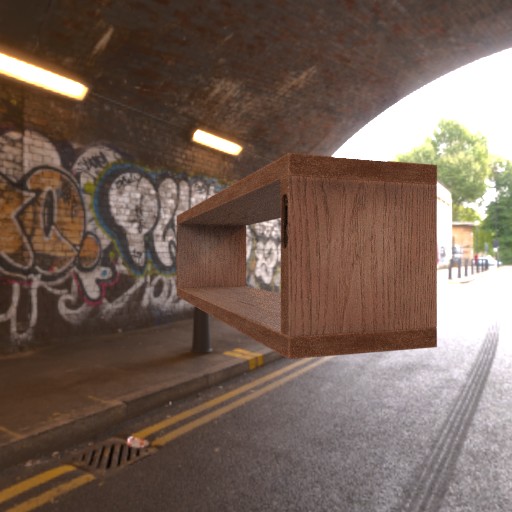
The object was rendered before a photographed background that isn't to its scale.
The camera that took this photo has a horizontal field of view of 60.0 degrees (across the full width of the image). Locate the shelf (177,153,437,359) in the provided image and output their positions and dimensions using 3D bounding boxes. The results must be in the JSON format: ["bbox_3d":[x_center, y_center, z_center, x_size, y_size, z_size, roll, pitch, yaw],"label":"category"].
[{"bbox_3d":[0.000,0.000,0.678,0.150,0.170,0.610,0,0,-19],"label":"shelf"}]
